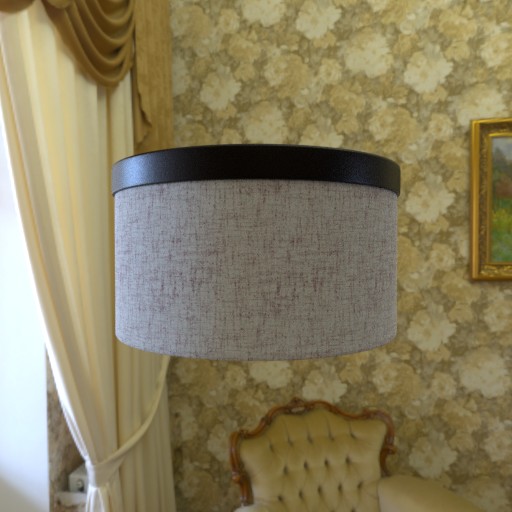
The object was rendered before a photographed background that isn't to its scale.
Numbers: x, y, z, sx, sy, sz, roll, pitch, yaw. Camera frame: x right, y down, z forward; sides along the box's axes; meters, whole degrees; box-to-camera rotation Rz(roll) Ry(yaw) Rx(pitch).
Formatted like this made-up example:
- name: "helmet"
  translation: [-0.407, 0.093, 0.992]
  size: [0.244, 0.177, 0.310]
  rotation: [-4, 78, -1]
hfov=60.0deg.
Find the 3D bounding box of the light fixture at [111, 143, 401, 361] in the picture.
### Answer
- name: "light fixture"
  translation: [0.000, 0.000, 0.630]
  size: [0.389, 0.229, 0.389]
  rotation: [0, 1, 0]
